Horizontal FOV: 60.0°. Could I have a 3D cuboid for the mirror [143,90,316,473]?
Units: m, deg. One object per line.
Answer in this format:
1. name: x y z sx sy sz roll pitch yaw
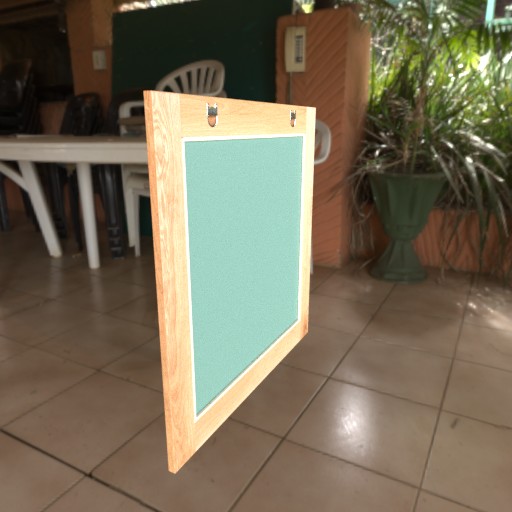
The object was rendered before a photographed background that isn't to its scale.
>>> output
1. mirror: 0.000 0.000 1.216 0.020 0.800 0.800 8 18 27
